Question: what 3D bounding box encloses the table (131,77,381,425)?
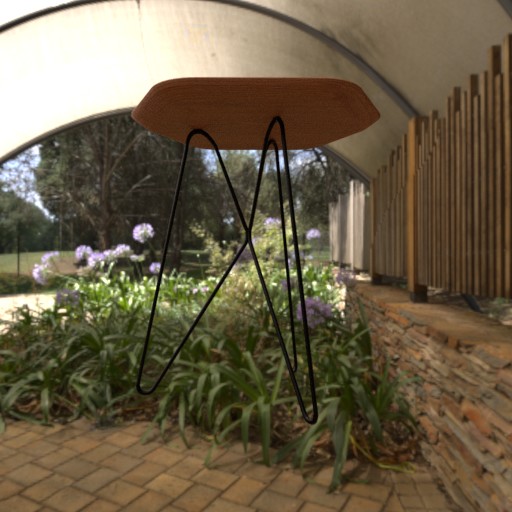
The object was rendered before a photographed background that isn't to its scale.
[{"bbox_3d":[0.000,0.000,0.895,0.500,0.562,0.400,0,0,0],"label":"table"}]
